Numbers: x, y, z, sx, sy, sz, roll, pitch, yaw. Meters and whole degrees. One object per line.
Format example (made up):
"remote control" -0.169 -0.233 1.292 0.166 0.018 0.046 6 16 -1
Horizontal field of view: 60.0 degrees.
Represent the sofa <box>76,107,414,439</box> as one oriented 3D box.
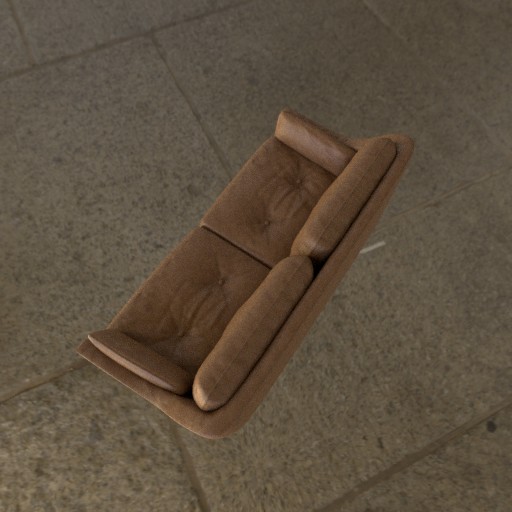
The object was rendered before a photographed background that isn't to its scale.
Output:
"sofa" 0.000 0.000 2.466 0.904 0.839 1.902 32 69 14
